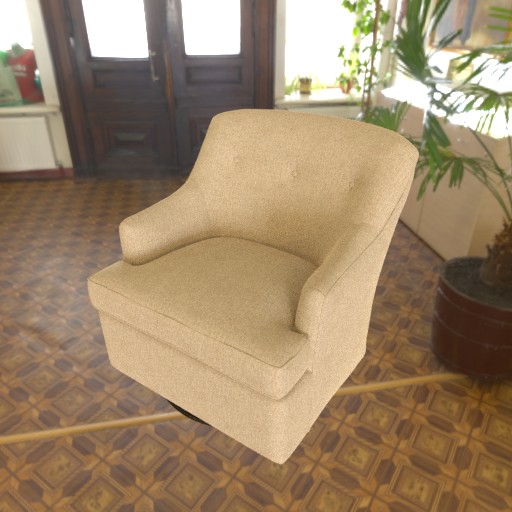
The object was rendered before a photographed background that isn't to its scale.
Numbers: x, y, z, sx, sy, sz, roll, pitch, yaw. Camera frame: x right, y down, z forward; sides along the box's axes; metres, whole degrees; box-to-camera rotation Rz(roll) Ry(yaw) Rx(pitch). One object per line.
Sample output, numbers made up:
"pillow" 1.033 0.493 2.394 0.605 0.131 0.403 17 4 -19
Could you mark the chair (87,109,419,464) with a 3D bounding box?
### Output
"chair" 0.000 0.000 1.604 0.864 0.856 0.923 19 35 29
